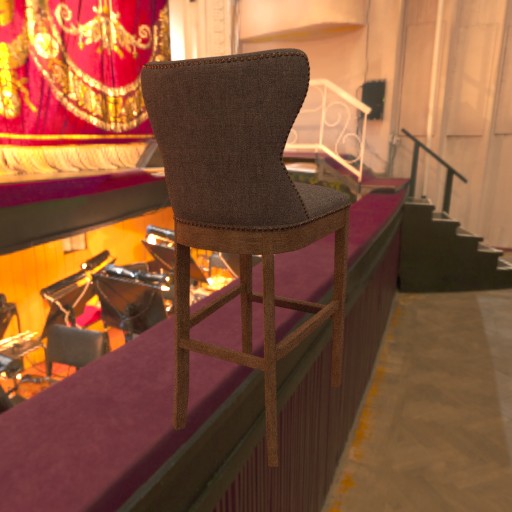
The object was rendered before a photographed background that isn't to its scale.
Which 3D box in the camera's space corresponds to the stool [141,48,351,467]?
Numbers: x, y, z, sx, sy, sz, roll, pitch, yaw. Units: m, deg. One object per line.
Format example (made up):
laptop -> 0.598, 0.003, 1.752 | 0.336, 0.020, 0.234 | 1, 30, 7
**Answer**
stool -> 0.000, 0.000, 1.417 | 0.494, 1.123, 0.606 | 8, 17, 28
